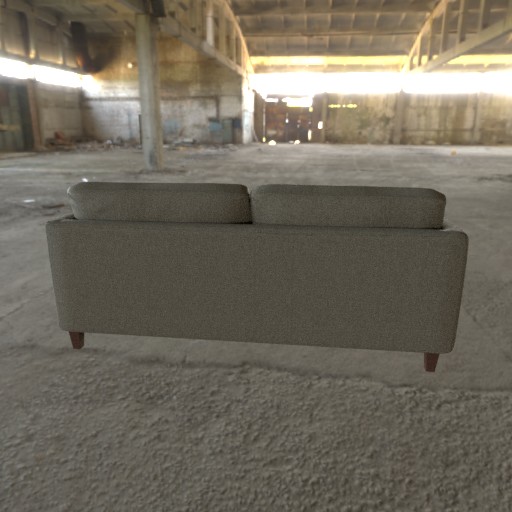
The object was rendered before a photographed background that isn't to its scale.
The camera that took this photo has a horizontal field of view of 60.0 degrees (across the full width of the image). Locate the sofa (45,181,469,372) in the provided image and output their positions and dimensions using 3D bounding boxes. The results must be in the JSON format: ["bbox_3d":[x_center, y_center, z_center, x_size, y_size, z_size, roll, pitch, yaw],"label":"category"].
[{"bbox_3d":[0.000,0.000,2.763,2.208,0.960,0.956,2,17,7],"label":"sofa"}]
